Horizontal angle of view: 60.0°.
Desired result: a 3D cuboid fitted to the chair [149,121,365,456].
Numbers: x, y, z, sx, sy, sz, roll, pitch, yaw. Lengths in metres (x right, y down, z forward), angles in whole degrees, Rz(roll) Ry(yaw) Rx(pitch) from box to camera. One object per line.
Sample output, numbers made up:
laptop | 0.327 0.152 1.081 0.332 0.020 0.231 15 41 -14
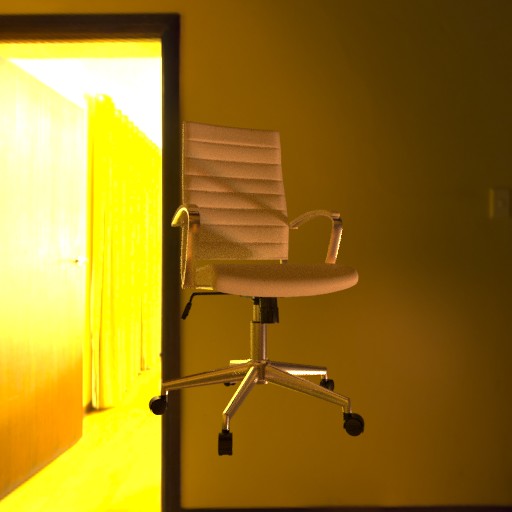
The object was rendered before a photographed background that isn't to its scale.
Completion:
chair | 0.000 0.000 1.664 0.766 1.149 0.739 0 0 -20
